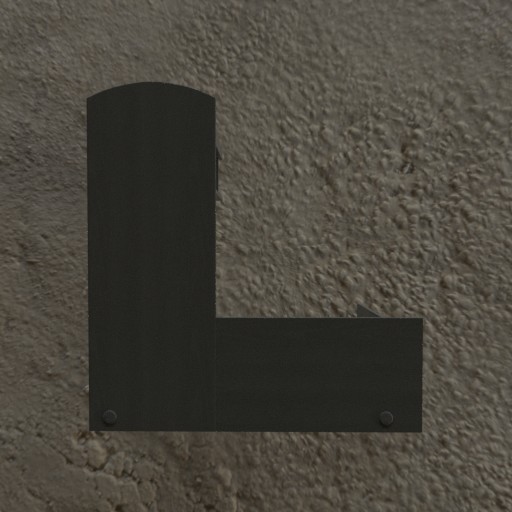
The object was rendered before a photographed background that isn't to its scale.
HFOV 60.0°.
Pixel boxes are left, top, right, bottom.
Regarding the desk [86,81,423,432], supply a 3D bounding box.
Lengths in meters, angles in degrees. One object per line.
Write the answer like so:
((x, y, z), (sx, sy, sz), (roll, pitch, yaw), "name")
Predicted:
((0.000, 0.000, 2.074), (1.303, 0.716, 1.361), (0, 91, 1), "desk")
